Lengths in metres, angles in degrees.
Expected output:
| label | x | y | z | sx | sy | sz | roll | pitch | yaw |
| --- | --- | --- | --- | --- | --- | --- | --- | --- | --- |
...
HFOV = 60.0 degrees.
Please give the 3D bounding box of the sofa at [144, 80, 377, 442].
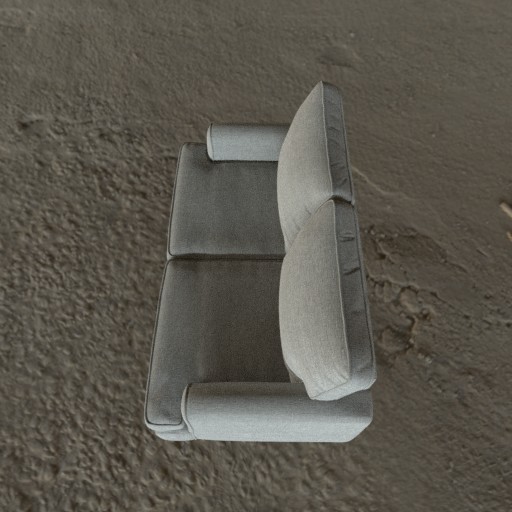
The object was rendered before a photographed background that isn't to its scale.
| label | x | y | z | sx | sy | sz | roll | pitch | yaw |
| --- | --- | --- | --- | --- | --- | --- | --- | --- | --- |
| sofa | 0.000 | 0.000 | 2.224 | 0.965 | 0.965 | 1.651 | 1 | 59 | 0 |
